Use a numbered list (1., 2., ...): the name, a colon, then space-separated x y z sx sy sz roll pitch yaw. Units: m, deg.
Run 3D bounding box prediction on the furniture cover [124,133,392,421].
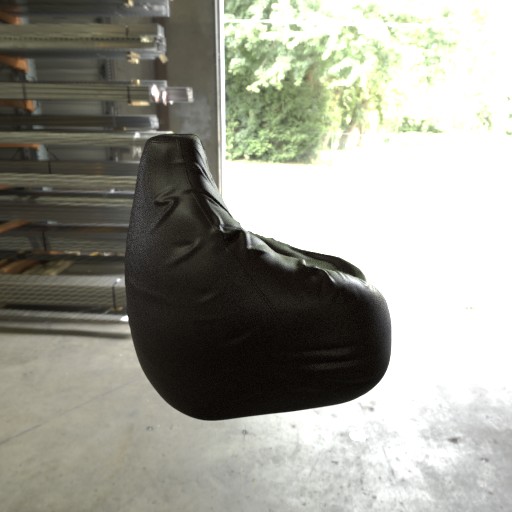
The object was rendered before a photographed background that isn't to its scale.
1. furniture cover: 0.000 0.000 1.855 1.070 0.990 1.070 -3 17 -10
